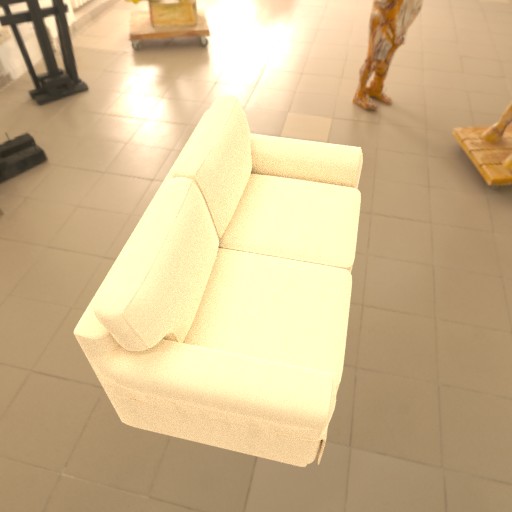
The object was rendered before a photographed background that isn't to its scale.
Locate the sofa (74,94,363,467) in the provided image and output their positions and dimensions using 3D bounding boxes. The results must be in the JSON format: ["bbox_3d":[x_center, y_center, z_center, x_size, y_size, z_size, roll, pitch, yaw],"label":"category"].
[{"bbox_3d":[0.000,0.000,2.292,0.991,0.940,1.727,10,48,9],"label":"sofa"}]
